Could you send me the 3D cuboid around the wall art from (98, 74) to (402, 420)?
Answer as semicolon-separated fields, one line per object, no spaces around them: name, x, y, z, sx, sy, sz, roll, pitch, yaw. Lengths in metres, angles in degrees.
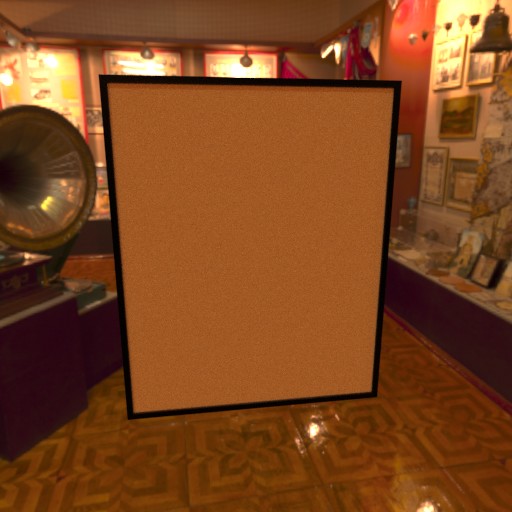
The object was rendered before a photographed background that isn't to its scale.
wall art;0.000;0.000;0.741;0.451;0.553;0.039;-2;15;-9
